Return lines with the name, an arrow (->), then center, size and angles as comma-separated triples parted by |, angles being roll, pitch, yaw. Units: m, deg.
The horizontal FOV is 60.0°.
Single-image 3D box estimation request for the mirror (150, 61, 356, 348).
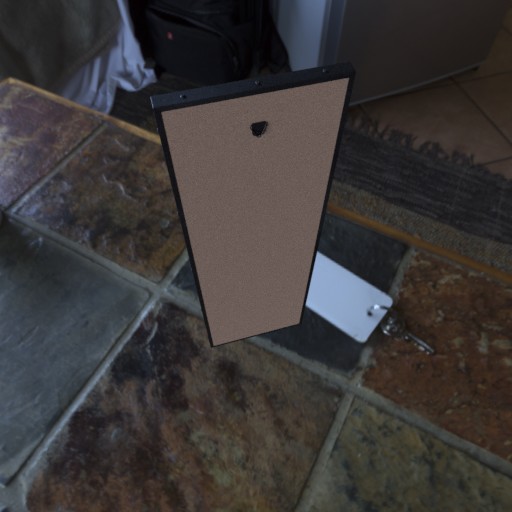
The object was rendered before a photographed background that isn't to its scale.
mirror -> 0.000, 0.000, 1.194 | 0.354, 1.080, 0.042 | -13, 59, -8
